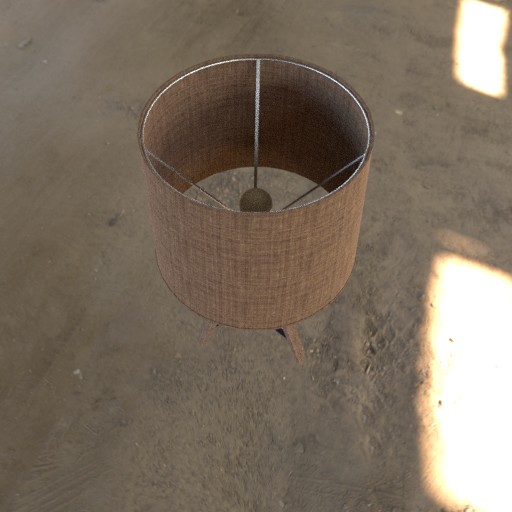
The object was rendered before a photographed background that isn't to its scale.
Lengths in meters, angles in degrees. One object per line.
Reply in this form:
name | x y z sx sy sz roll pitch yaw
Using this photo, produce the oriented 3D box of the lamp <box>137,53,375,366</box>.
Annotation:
lamp | 0.000 0.000 0.682 0.290 0.514 0.290 0 57 0
